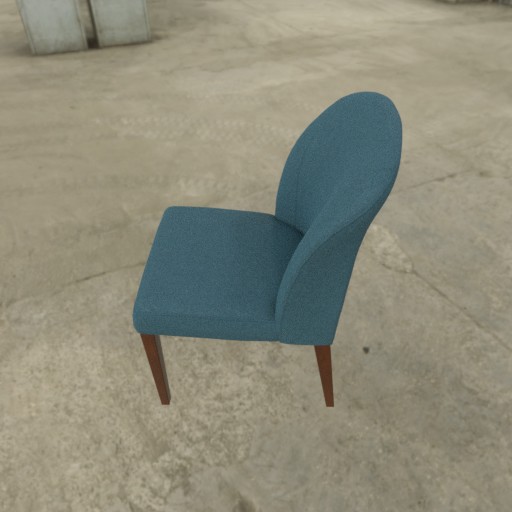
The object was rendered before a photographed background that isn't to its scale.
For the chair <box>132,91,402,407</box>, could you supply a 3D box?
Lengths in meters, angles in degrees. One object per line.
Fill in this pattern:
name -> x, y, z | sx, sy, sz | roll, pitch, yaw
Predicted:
chair -> 0.000, 0.000, 1.266 | 0.620, 0.879, 0.507 | 1, 41, 1
